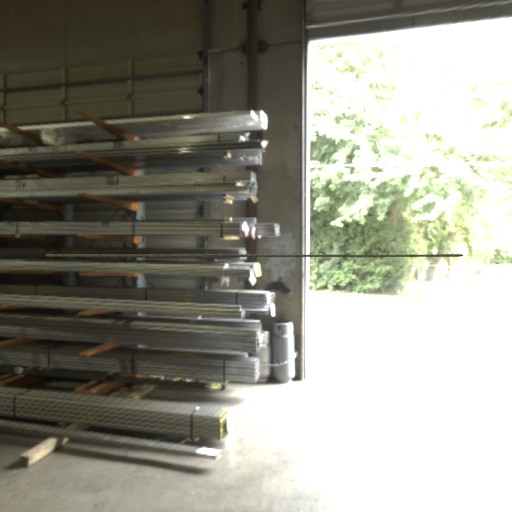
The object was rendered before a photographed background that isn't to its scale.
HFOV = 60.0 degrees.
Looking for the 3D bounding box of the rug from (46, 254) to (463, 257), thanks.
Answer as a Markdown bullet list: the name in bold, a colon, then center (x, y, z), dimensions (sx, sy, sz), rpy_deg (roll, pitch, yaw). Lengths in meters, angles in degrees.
- **rug**: center (0.000, 0.000, 4.086), dimensions (2.434, 0.019, 3.041), rpy_deg (0, 0, 0)
